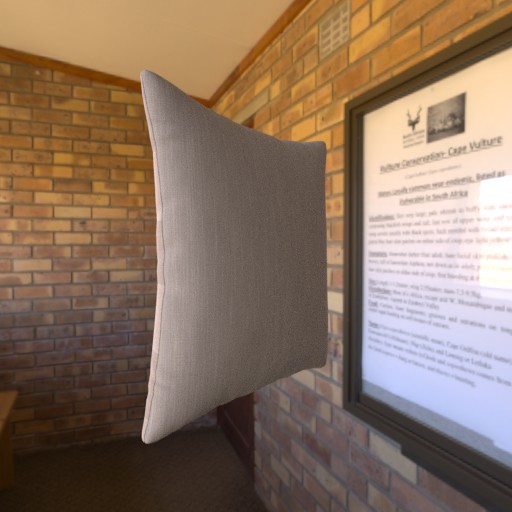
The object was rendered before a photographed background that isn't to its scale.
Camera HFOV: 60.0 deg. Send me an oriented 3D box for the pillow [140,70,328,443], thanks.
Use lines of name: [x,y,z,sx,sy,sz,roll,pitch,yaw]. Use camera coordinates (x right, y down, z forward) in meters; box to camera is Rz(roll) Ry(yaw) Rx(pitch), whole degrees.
pillow: [0.000,0.000,0.802,0.161,0.509,0.511,1,1,37]
